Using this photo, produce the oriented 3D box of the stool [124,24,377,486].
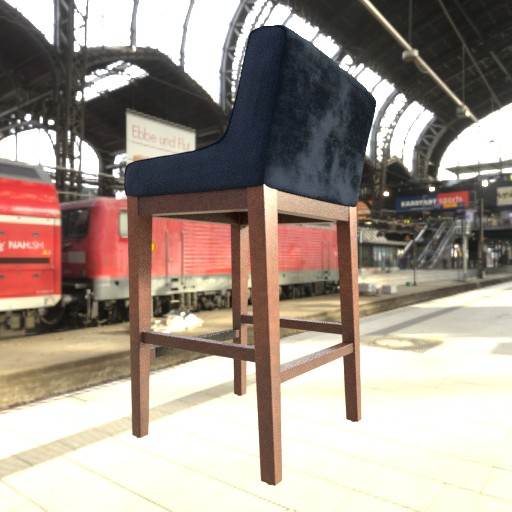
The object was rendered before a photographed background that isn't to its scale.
[{"bbox_3d":[0.000,0.000,1.211,0.516,0.945,0.511,0,0,35],"label":"stool"}]
